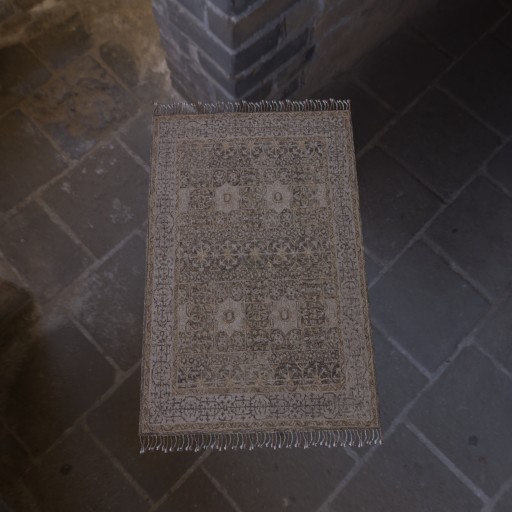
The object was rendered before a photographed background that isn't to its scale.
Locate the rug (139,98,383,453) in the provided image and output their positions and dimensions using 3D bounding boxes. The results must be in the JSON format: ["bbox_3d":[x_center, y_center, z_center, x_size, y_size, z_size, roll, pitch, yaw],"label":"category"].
[{"bbox_3d":[0.000,0.000,2.504,1.237,0.010,2.029,-1,74,0],"label":"rug"}]
